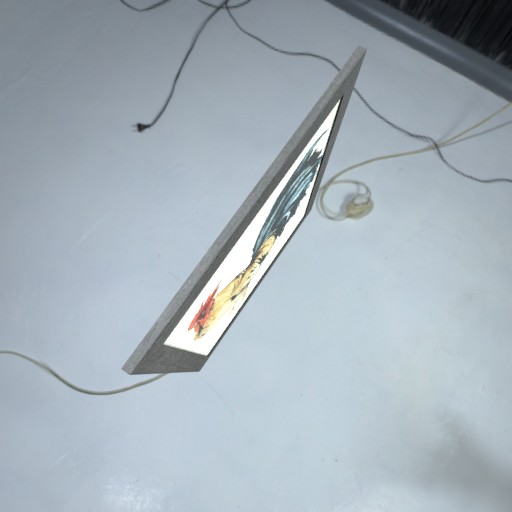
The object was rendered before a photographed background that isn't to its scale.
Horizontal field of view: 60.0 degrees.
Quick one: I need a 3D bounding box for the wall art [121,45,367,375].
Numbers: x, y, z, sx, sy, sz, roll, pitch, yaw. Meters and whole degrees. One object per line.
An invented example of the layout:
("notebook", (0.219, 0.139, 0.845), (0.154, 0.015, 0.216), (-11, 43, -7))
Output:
("wall art", (0.000, 0.000, 0.782), (0.013, 0.570, 0.476), (33, 78, 8))
